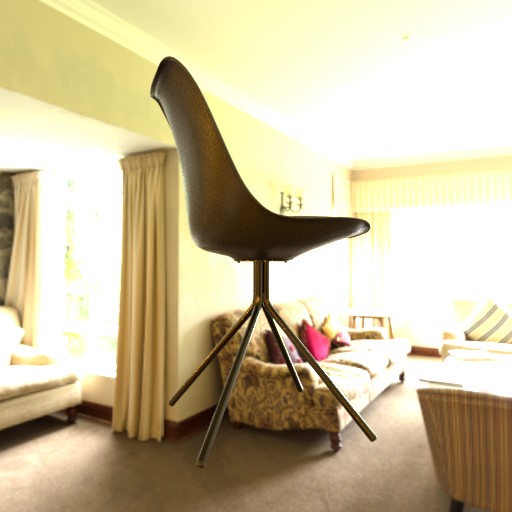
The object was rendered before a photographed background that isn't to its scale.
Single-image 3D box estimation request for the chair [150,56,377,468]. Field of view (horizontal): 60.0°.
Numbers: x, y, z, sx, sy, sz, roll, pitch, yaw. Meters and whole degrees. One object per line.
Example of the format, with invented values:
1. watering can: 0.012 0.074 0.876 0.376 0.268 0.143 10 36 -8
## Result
1. chair: 0.000 0.000 1.134 0.525 0.850 0.461 0 0 -19
